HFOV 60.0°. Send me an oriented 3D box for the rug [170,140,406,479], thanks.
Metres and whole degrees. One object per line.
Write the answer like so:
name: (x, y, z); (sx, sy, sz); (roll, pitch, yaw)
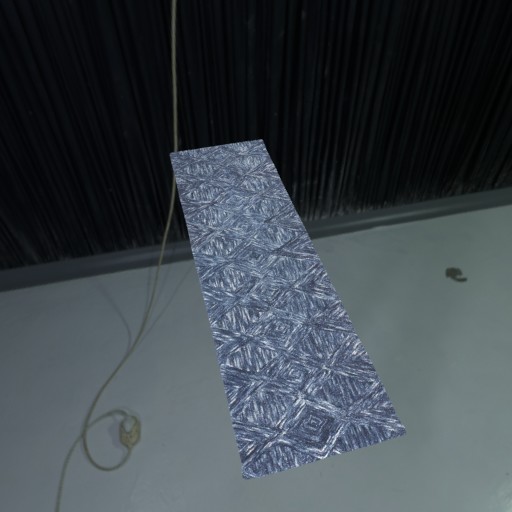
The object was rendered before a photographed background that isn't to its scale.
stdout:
rug: (0.000, 0.000, 2.560); (0.719, 0.013, 2.306); (-11, 48, -10)
